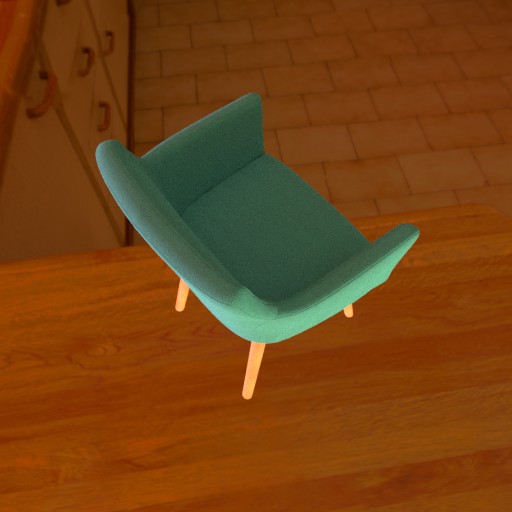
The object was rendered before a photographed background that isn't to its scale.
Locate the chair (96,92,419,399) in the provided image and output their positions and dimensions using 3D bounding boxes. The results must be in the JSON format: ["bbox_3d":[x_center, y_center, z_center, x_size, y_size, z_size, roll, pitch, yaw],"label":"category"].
[{"bbox_3d":[0.000,0.000,1.174,0.540,0.780,0.570,-34,64,-19],"label":"chair"}]
